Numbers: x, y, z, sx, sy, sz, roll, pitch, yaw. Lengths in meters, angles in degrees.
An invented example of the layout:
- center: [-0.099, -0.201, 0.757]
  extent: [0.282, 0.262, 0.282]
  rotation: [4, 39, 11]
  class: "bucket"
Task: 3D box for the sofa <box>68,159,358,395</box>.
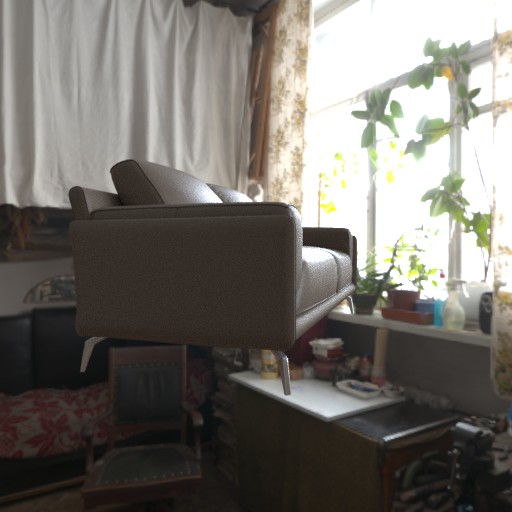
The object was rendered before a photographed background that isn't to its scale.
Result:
- center: [0.000, 0.000, 2.584]
  extent: [1.049, 0.930, 2.101]
  rotation: [0, 1, 18]
  class: "sofa"
